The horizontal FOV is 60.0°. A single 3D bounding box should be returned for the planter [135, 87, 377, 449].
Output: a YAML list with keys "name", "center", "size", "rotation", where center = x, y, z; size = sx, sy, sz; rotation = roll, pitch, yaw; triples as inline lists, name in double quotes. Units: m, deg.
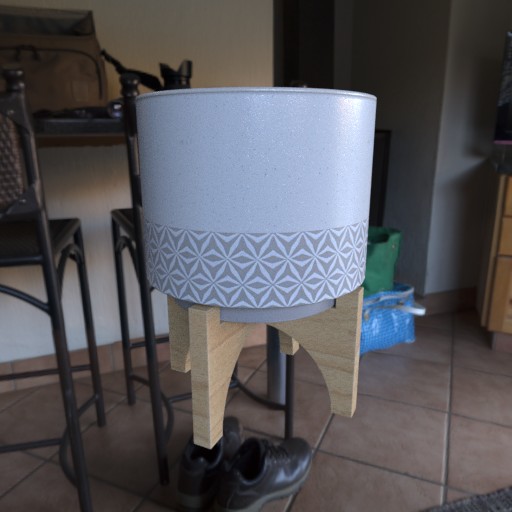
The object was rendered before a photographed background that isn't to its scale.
- name: "planter"
  center: [0.000, 0.000, 0.515]
  size: [0.249, 0.343, 0.249]
  rotation: [0, 15, 0]
